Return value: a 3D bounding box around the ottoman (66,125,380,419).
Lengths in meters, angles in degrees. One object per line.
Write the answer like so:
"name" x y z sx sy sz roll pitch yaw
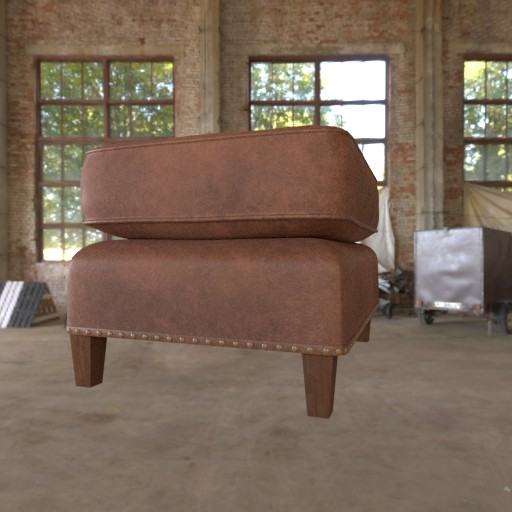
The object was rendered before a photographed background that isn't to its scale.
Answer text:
"ottoman" 0.000 0.000 1.153 0.589 0.537 0.738 0 1 20
